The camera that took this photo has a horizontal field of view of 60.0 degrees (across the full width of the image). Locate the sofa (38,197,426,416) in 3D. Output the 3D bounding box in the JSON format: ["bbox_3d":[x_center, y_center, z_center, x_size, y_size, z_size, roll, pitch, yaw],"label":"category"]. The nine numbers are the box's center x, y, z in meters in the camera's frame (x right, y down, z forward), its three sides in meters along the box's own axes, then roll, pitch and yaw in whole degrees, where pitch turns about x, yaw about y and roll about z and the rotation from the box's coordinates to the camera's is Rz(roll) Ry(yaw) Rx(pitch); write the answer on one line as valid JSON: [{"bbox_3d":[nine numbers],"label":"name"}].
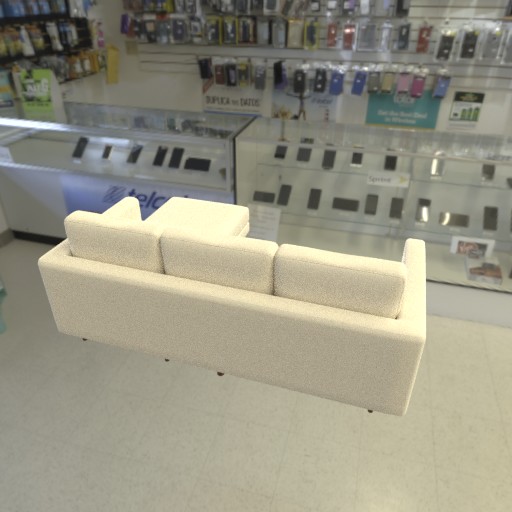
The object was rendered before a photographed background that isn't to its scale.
[{"bbox_3d":[0.000,0.000,2.893,2.029,0.899,1.580,10,33,15],"label":"sofa"}]
